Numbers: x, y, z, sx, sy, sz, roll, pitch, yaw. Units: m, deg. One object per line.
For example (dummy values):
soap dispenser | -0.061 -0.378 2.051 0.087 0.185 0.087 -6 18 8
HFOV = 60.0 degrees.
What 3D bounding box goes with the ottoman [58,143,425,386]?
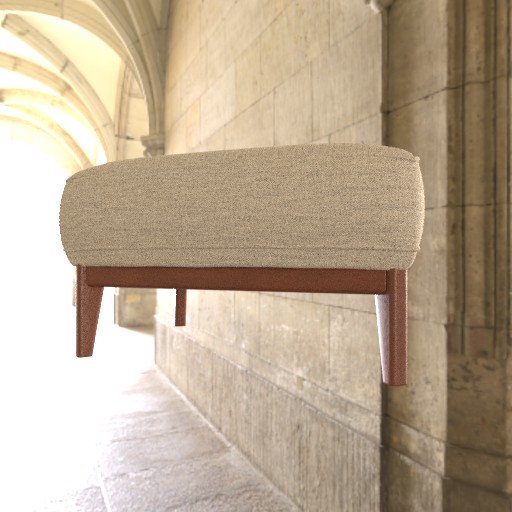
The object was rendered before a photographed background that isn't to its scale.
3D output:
ottoman | 0.000 0.000 1.138 0.794 0.465 0.594 0 0 18
